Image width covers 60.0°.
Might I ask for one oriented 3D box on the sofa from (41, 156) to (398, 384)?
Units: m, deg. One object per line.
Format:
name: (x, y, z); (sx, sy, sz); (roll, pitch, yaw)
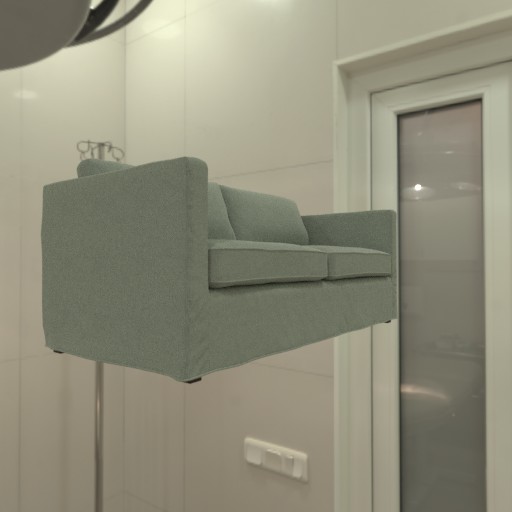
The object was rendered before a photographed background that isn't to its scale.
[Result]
sofa: (0.000, 0.000, 2.464); (0.940, 0.870, 1.987); (-1, -1, 37)
